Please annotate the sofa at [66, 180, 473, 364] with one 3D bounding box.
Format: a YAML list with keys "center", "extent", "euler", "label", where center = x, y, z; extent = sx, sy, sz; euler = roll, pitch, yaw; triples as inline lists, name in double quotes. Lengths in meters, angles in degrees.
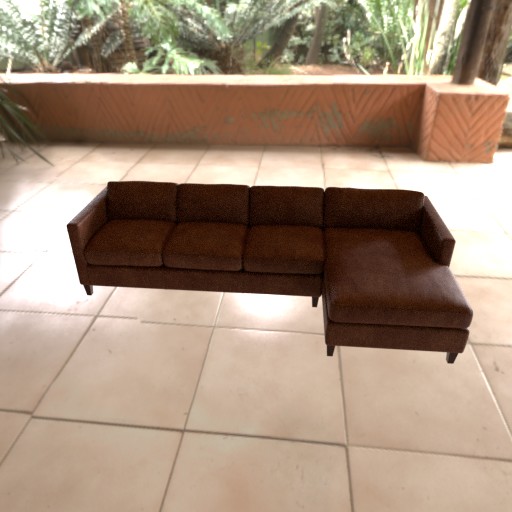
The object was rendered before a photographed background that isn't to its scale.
- center: [0.000, 0.000, 3.875]
  extent: [3.203, 0.883, 1.581]
  euler: [3, 30, 4]
  label: "sofa"
